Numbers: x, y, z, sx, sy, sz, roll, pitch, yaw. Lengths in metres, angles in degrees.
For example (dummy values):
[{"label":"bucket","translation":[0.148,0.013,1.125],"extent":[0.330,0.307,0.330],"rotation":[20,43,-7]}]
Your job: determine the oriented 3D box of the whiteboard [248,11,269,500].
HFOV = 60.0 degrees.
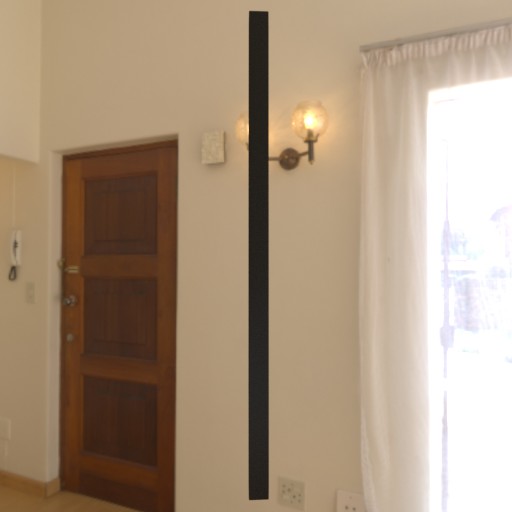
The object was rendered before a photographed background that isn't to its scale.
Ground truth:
[{"label":"whiteboard","translation":[0.000,0.000,0.755],"extent":[0.026,0.611,0.406],"rotation":[0,-1,-1]}]
